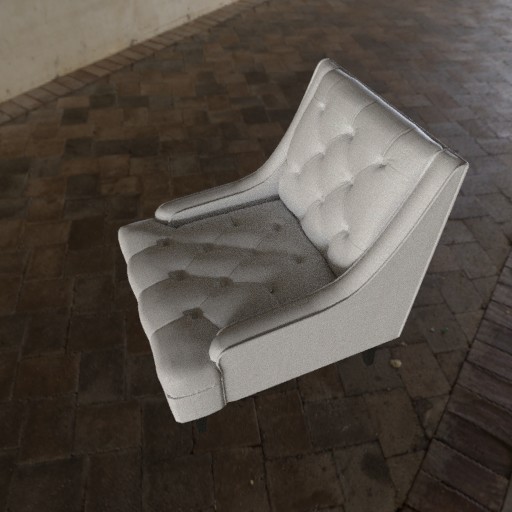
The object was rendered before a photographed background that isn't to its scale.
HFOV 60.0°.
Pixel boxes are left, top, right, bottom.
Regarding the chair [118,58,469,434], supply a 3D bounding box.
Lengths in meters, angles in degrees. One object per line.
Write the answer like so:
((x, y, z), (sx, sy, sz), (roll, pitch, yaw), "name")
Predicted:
((0.000, 0.000, 1.382), (0.772, 0.891, 0.658), (-17, 48, -16), "chair")
